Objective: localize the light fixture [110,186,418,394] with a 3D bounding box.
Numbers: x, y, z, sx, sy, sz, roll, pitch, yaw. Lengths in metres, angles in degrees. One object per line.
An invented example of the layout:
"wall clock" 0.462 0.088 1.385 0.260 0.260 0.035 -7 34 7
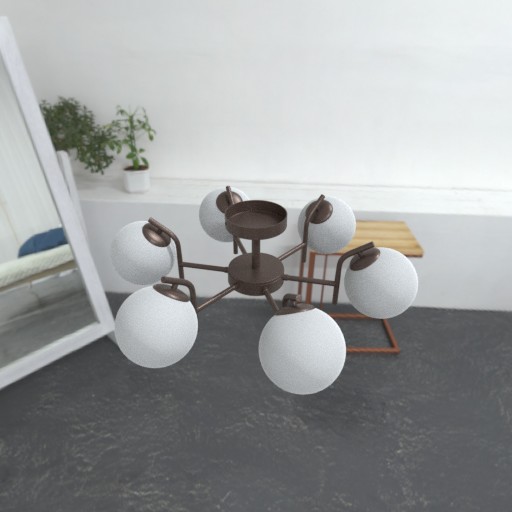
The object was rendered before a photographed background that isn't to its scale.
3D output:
"light fixture" 0.000 0.000 0.935 0.662 0.201 0.662 0 32 0
